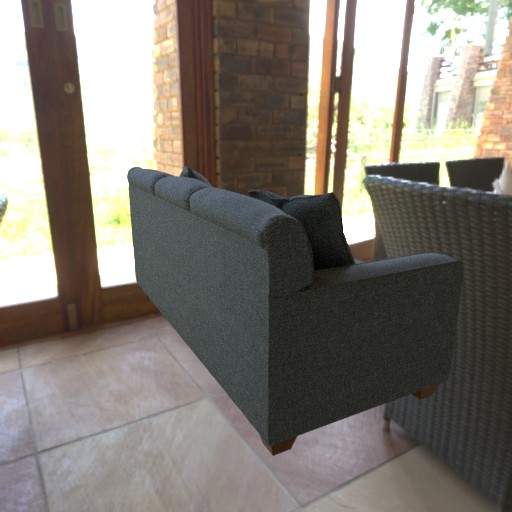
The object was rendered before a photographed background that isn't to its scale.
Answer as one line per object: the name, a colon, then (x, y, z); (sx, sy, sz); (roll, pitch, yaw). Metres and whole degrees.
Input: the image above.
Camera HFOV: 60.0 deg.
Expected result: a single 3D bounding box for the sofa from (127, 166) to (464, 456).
sofa: (0.000, 0.000, 2.539); (0.997, 0.958, 2.024); (-8, 18, -27)
